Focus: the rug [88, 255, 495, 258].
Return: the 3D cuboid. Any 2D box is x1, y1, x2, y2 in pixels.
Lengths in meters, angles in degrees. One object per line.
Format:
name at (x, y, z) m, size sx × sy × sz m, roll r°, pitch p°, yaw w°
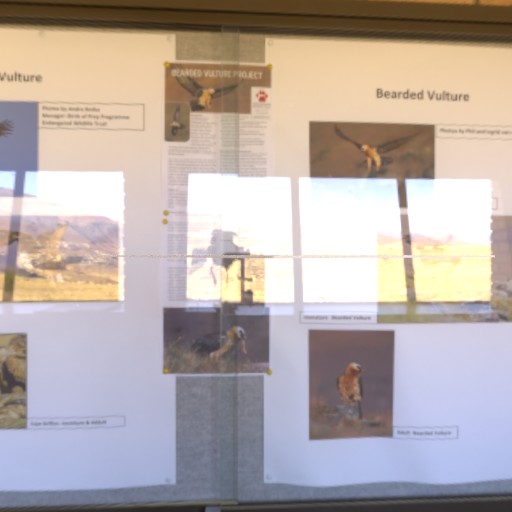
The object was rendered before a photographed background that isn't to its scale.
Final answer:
rug at (0.000, 0.000, 2.184) m, size 1.143 × 0.008 × 1.753 m, roll 0°, pitch 0°, yaw -36°
